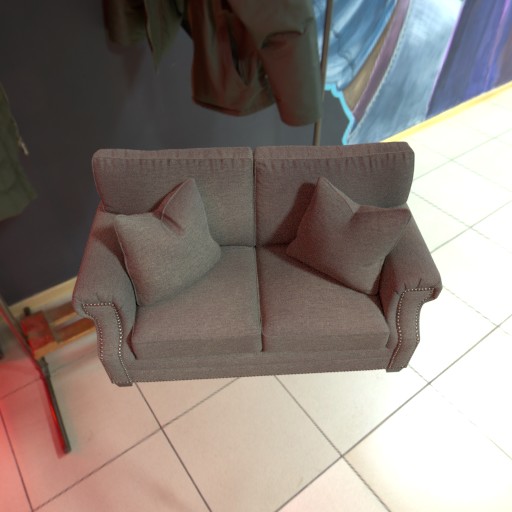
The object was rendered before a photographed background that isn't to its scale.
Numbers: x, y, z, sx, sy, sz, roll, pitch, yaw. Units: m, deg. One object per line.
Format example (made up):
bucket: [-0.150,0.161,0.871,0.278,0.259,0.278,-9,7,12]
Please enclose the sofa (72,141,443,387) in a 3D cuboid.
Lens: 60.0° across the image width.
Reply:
sofa: [0.000,0.000,2.317,1.701,0.966,0.966,-2,45,-2]
